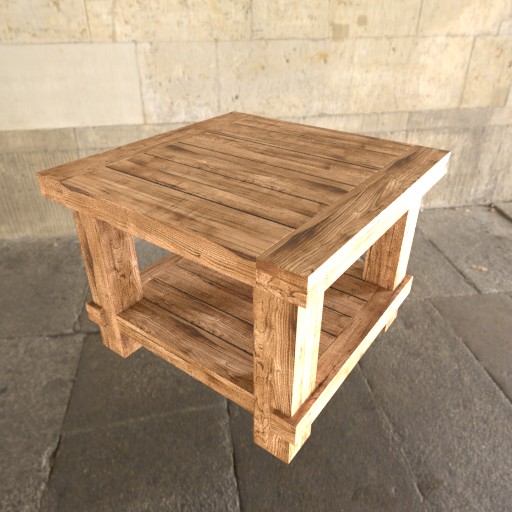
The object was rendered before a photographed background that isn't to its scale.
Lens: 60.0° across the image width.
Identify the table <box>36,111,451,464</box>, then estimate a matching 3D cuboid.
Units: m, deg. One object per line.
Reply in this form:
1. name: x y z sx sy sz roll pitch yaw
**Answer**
1. table: 0.000 0.000 1.031 0.610 0.457 0.610 21 37 30
